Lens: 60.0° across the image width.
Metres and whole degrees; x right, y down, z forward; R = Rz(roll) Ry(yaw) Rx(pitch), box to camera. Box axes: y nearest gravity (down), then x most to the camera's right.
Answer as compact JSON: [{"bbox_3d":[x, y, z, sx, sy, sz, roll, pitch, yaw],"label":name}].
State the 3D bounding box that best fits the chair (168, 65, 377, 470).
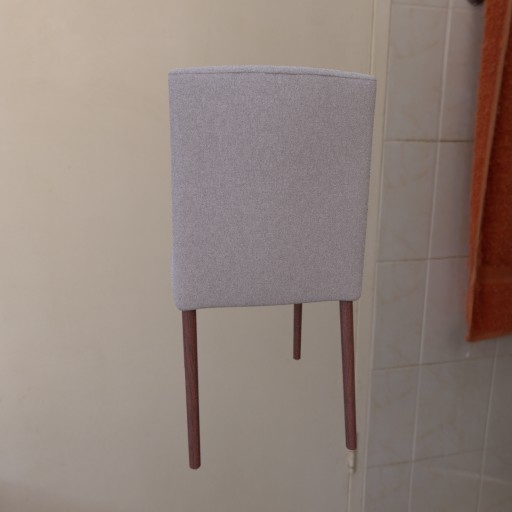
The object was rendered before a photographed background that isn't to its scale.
[{"bbox_3d":[0.000,0.000,1.196,0.456,0.859,0.570,-2,13,-10],"label":"chair"}]
